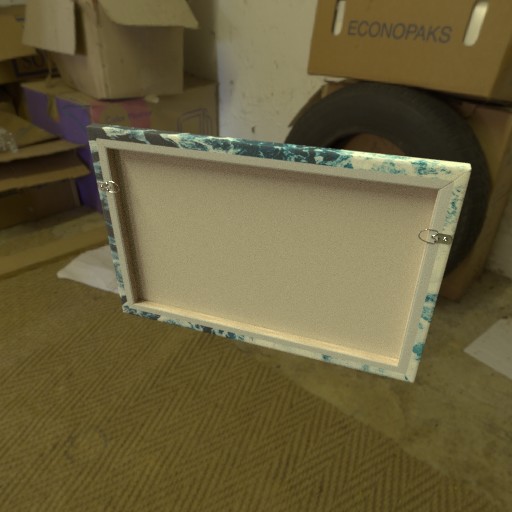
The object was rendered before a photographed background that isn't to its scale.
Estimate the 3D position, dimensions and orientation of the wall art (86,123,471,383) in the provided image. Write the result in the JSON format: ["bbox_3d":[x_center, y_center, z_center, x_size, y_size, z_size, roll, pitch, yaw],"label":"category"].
[{"bbox_3d":[0.000,0.000,1.959,1.524,1.017,0.055,11,33,16],"label":"wall art"}]
